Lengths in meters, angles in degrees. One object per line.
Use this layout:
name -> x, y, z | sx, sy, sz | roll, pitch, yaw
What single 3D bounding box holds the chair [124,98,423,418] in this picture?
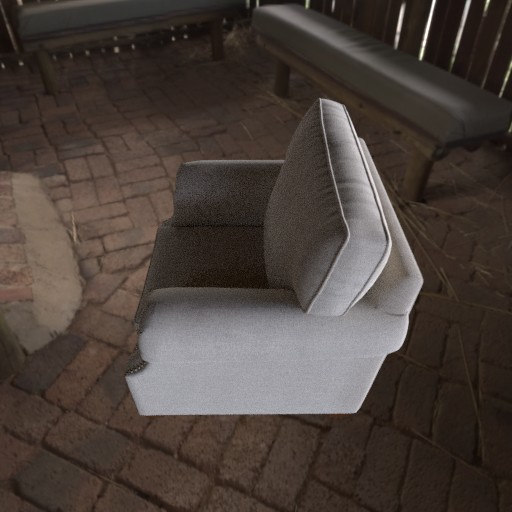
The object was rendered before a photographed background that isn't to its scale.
chair -> 0.000, 0.000, 1.806 | 0.965, 0.961, 1.092 | 0, 41, 0
